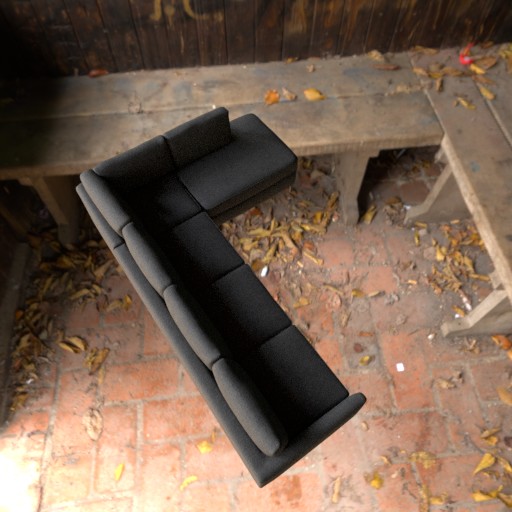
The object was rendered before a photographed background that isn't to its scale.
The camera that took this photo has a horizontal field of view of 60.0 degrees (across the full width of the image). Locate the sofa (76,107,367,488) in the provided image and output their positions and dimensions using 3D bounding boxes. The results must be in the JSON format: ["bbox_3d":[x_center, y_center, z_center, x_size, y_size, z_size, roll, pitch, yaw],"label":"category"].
[{"bbox_3d":[0.000,0.000,3.825,1.984,0.858,2.972,-31,64,-17],"label":"sofa"}]
